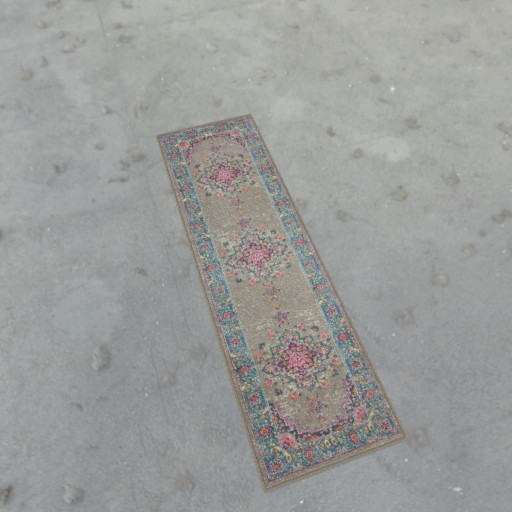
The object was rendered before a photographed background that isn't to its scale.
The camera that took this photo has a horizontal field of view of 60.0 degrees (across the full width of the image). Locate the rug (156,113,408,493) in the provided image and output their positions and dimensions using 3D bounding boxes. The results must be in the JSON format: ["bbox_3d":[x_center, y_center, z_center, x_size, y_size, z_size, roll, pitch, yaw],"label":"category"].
[{"bbox_3d":[0.000,0.000,2.008,0.553,0.012,1.827,-16,59,-10],"label":"rug"}]
